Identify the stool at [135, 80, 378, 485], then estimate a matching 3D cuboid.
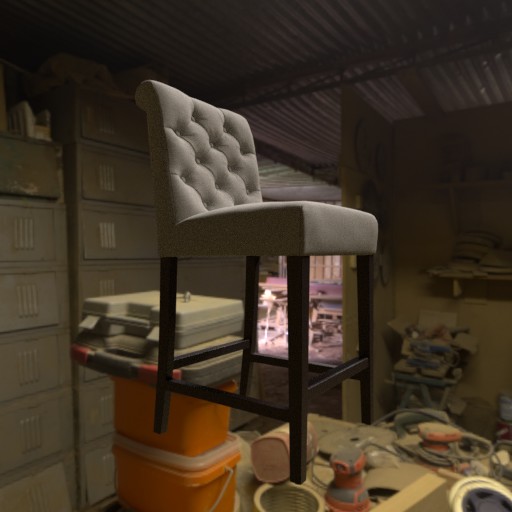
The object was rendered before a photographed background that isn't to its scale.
[{"bbox_3d":[0.000,0.000,1.348,0.601,1.040,0.493,0,1,35],"label":"stool"}]
